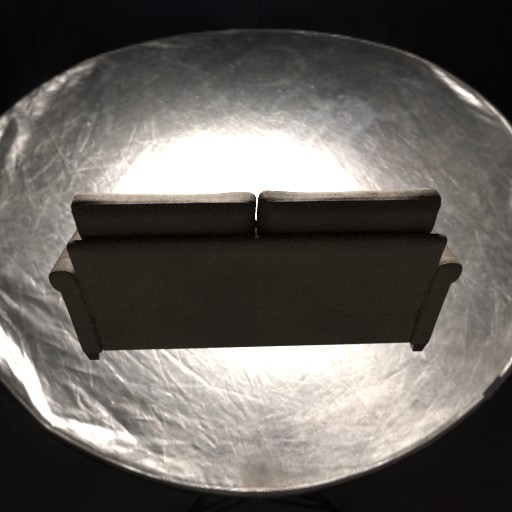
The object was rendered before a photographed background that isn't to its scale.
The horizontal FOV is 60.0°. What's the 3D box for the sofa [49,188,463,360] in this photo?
[{"bbox_3d":[0.000,0.000,2.393,1.935,0.942,0.842,-1,30,-2],"label":"sofa"}]
